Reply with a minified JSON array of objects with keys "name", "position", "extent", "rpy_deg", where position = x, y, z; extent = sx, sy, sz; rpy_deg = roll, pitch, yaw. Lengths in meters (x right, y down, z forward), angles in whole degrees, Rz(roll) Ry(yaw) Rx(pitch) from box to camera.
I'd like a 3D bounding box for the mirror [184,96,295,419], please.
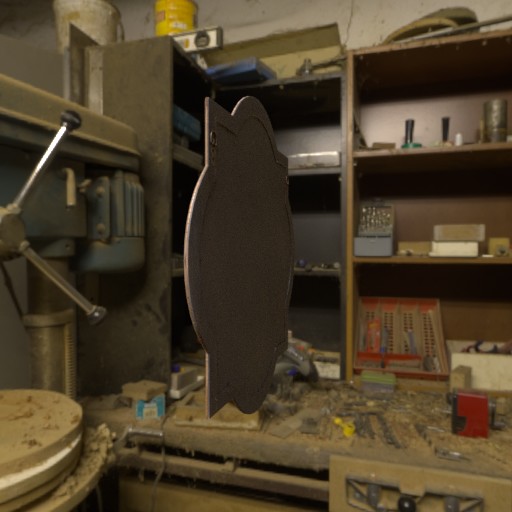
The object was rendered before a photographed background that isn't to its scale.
[{"name":"mirror","position":[0.000,0.000,1.013],"extent":[0.019,0.686,0.686],"rpy_deg":[0,1,18]}]
